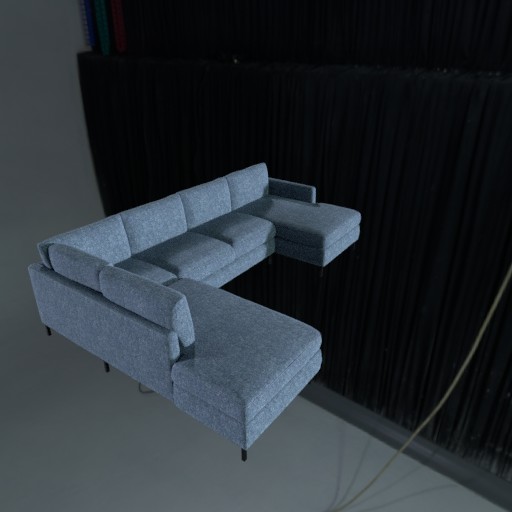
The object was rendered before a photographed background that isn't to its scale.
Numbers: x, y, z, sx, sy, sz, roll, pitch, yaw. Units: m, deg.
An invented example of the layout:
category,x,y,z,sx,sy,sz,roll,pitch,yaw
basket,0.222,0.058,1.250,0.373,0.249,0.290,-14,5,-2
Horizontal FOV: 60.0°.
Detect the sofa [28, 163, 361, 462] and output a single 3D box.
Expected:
category,x,y,z,sx,sy,sz,roll,pitch,yaw
sofa,0.000,0.000,3.535,1.879,0.756,2.737,18,31,32
